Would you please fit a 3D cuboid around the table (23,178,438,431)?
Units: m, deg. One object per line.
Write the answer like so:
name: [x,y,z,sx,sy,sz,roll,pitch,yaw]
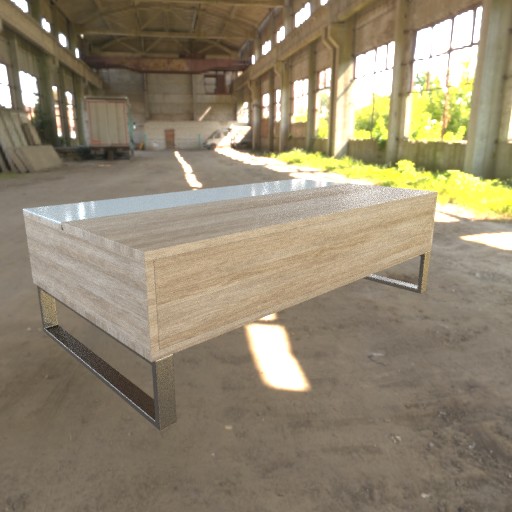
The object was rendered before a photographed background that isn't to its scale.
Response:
table: [0.000,0.000,1.356,1.100,0.350,0.600,-15,21,-42]
